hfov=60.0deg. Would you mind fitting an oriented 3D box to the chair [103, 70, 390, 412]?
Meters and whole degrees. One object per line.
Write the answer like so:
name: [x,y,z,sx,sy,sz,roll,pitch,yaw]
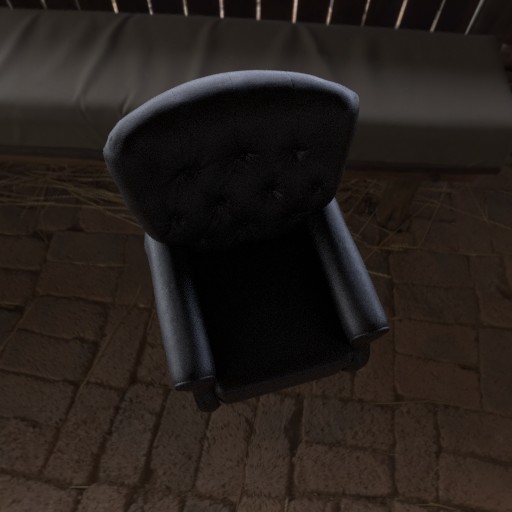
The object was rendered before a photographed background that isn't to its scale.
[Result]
chair: [0.000,0.000,1.910,0.948,1.158,1.058,-14,64,-7]
